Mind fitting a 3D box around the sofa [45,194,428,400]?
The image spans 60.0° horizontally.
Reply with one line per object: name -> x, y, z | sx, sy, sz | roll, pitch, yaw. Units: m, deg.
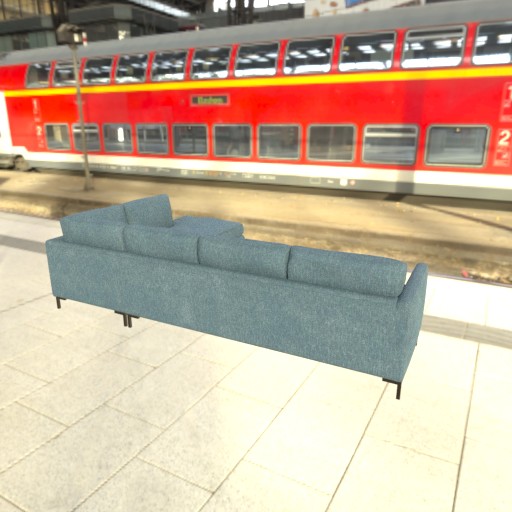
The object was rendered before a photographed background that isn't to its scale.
sofa -> 0.000, 0.000, 3.921 | 2.949, 0.815, 2.007 | 9, 19, 26
